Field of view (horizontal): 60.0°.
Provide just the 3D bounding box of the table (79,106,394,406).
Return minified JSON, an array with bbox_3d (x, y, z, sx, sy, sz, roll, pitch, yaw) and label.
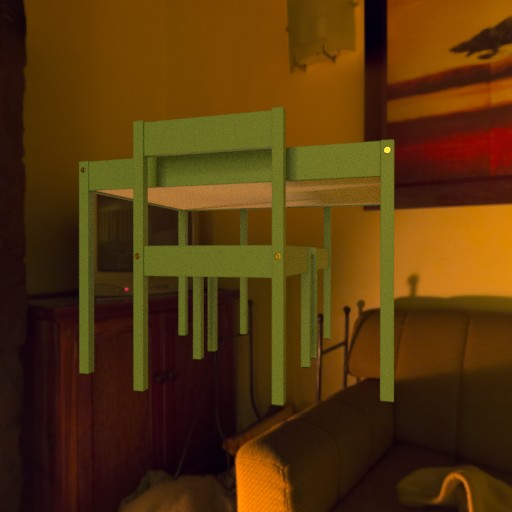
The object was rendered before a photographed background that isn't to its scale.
[{"bbox_3d":[0.000,0.000,1.082,0.639,0.503,0.633,0,0,17],"label":"table"}]
